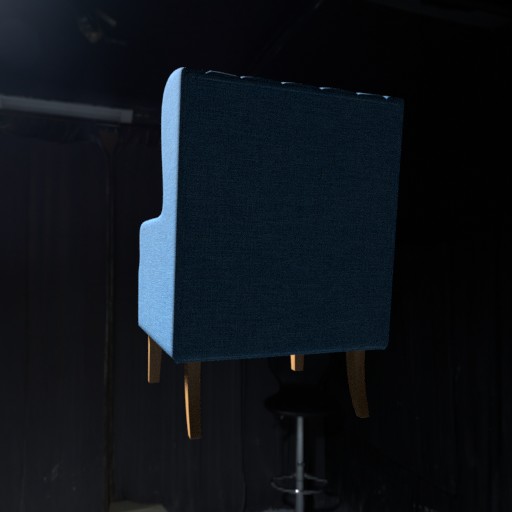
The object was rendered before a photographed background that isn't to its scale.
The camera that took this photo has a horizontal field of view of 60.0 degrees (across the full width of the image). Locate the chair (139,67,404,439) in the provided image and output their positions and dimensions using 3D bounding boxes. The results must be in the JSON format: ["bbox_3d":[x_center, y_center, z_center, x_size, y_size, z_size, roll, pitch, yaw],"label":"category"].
[{"bbox_3d":[0.000,0.000,1.487,0.711,0.952,0.775,0,-1,-19],"label":"chair"}]
